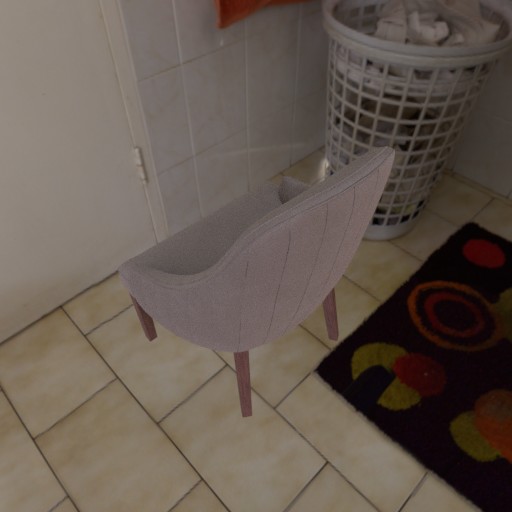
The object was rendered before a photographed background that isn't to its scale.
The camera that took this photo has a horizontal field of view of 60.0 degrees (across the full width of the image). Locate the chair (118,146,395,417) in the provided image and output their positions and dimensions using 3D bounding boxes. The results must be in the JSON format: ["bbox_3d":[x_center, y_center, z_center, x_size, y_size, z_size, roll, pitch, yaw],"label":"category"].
[{"bbox_3d":[0.000,0.000,1.295,0.643,0.889,0.575,-34,56,-26],"label":"chair"}]
